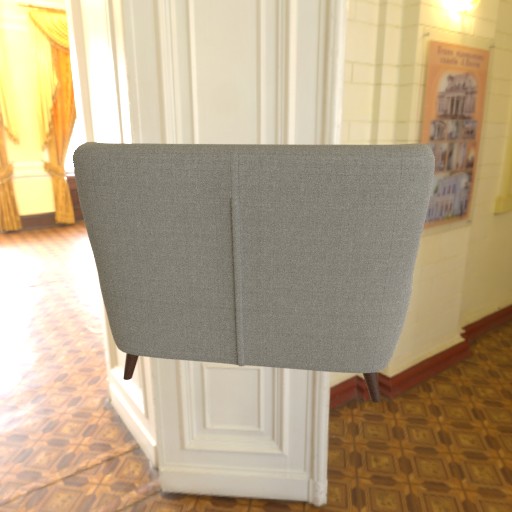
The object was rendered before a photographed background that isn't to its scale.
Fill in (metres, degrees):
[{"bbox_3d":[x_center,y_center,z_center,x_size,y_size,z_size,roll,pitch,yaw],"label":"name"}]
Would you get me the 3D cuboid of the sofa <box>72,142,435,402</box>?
[{"bbox_3d":[0.000,0.000,2.040,1.386,1.028,0.884,2,16,9],"label":"sofa"}]
